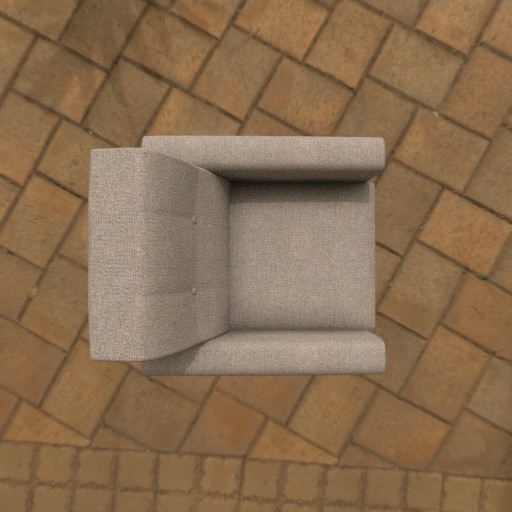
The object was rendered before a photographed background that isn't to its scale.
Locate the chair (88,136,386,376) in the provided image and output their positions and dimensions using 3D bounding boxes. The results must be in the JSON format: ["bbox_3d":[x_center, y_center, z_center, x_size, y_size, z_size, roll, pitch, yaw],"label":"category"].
[{"bbox_3d":[0.000,0.000,1.678,0.942,0.968,0.845,0,90,-1],"label":"chair"}]
